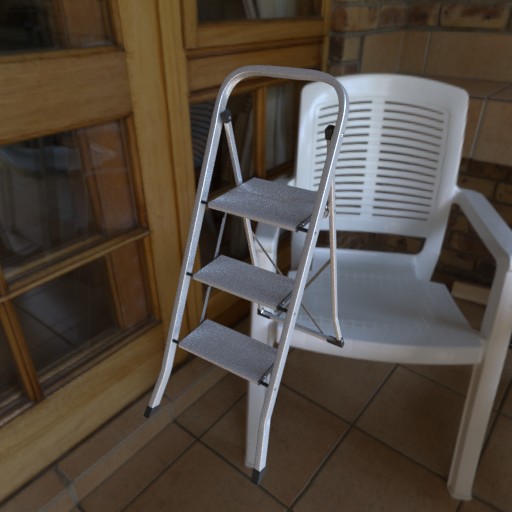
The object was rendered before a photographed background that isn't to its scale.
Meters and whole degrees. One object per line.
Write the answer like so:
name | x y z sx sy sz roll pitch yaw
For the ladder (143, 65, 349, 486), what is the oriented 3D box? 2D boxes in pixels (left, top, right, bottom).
ladder | 0.000 0.000 1.393 0.465 1.070 0.704 18 35 28
